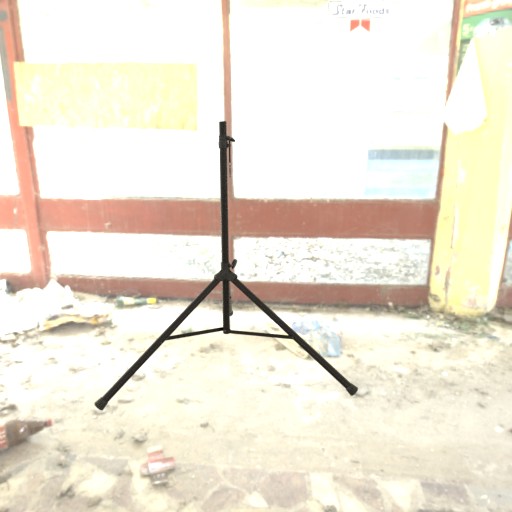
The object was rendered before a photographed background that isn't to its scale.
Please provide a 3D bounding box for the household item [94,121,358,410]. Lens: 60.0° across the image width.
[{"bbox_3d":[0.000,0.000,2.727,1.339,1.595,1.596,7,16,25],"label":"household item"}]
